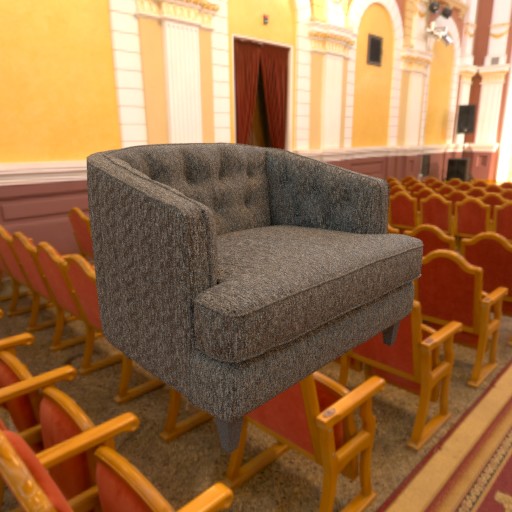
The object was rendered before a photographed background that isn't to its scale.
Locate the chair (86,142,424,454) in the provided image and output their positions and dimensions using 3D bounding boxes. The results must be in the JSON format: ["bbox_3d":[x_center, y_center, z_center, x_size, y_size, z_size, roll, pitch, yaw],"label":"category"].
[{"bbox_3d":[0.000,0.000,1.750,0.941,0.852,1.104,15,21,43],"label":"chair"}]
